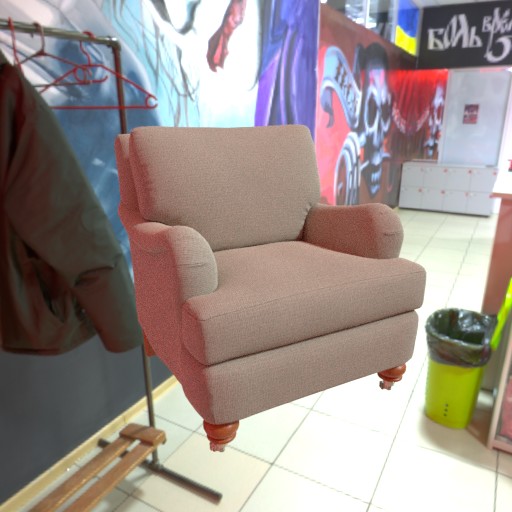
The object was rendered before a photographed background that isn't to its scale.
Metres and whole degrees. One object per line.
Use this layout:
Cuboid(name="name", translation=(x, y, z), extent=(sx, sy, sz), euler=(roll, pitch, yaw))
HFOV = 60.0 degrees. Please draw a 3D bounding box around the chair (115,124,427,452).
Cuboid(name="chair", translation=(0.000, 0.000, 1.854), extent=(0.955, 1.038, 1.070), euler=(-9, 20, -26))
